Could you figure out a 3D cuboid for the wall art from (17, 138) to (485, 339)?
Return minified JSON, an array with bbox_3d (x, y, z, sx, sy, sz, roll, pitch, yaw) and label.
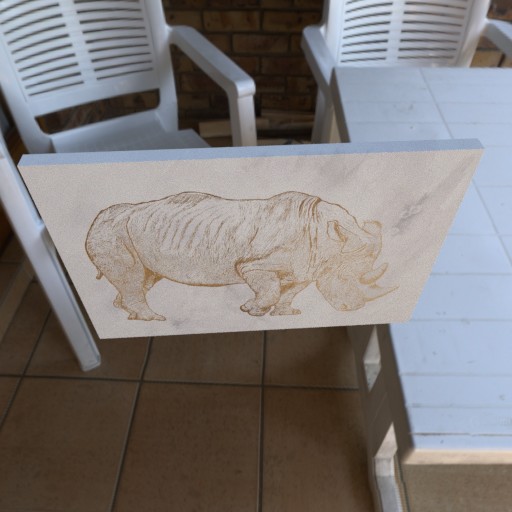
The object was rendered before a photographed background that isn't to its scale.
[{"bbox_3d":[0.000,0.000,1.102,0.915,0.610,0.038,-3,47,-2],"label":"wall art"}]
